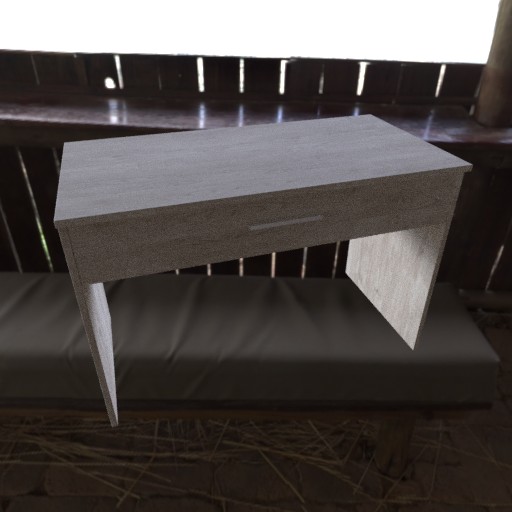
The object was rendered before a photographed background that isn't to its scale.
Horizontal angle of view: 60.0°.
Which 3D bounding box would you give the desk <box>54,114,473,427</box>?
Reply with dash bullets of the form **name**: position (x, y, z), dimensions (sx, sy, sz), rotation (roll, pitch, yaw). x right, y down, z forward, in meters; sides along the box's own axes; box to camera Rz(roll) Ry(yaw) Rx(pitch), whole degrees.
- **desk**: position (0.000, 0.000, 1.522), dimensions (1.100, 0.730, 0.560), rotation (-10, 34, -15)
